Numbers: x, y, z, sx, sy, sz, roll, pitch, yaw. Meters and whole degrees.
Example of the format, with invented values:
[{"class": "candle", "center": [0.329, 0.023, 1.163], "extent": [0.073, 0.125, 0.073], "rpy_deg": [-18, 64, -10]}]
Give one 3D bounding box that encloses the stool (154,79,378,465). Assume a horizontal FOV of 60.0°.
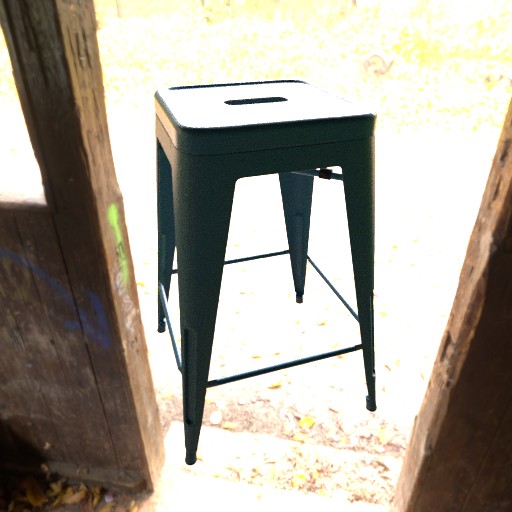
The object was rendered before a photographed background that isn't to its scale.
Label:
[{"class": "stool", "center": [0.000, 0.000, 0.886], "extent": [0.410, 0.608, 0.410], "rpy_deg": [-10, 33, -16]}]
